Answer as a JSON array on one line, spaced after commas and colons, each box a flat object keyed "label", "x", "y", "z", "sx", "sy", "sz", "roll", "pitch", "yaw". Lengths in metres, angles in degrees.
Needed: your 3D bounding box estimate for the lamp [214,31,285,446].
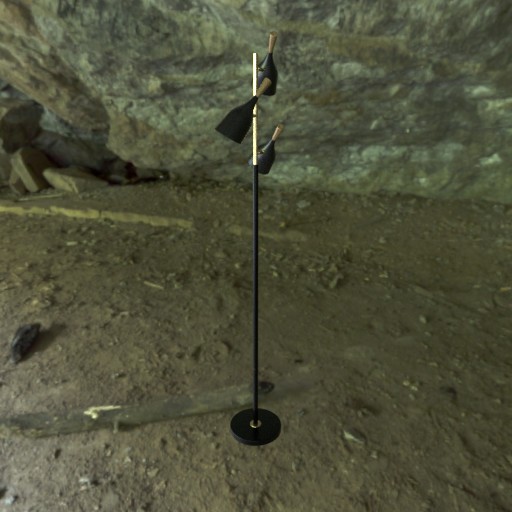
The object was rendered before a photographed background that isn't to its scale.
[{"label": "lamp", "x": 0.000, "y": 0.000, "z": 1.939, "sx": 0.253, "sy": 1.778, "sz": 0.434, "roll": 8, "pitch": 18, "yaw": 25}]
